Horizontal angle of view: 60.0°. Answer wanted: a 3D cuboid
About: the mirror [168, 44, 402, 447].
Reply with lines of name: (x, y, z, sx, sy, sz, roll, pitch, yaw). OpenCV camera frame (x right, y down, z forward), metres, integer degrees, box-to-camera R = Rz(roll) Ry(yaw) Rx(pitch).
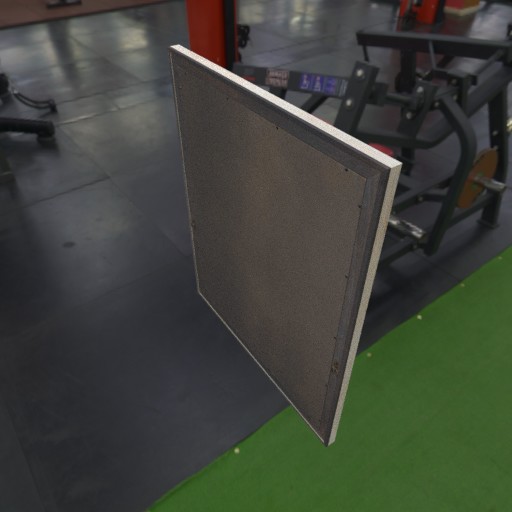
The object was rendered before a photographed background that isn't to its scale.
mirror: (0.000, 0.000, 1.180, 0.032, 0.882, 0.730, -25, 47, -25)
